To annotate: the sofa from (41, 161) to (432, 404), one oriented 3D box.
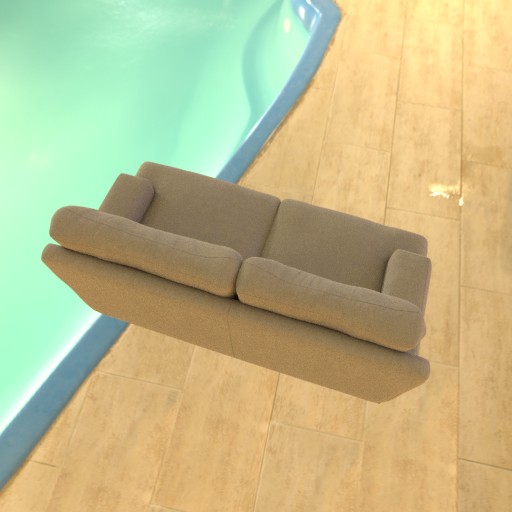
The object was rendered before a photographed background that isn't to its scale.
[{"bbox_3d":[0.000,0.000,2.431,1.855,0.980,0.962,16,65,8],"label":"sofa"}]
